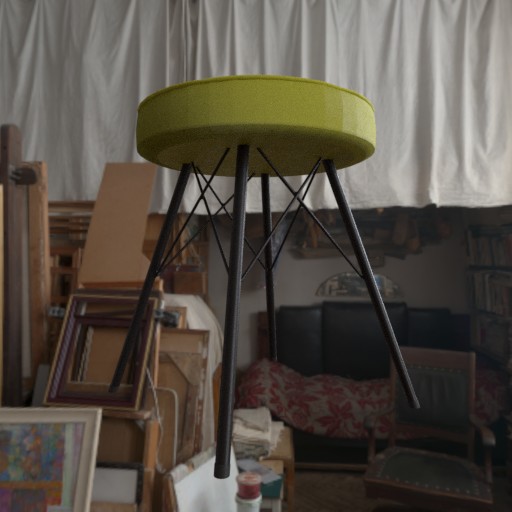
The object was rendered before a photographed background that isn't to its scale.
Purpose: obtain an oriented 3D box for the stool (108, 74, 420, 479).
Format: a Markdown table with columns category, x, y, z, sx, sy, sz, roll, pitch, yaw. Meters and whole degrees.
| category | x | y | z | sx | sy | sz | roll | pitch | yaw |
| --- | --- | --- | --- | --- | --- | --- | --- | --- | --- |
| stool | 0.000 | 0.000 | 0.785 | 0.409 | 0.508 | 0.409 | -1 | 1 | -36 |
